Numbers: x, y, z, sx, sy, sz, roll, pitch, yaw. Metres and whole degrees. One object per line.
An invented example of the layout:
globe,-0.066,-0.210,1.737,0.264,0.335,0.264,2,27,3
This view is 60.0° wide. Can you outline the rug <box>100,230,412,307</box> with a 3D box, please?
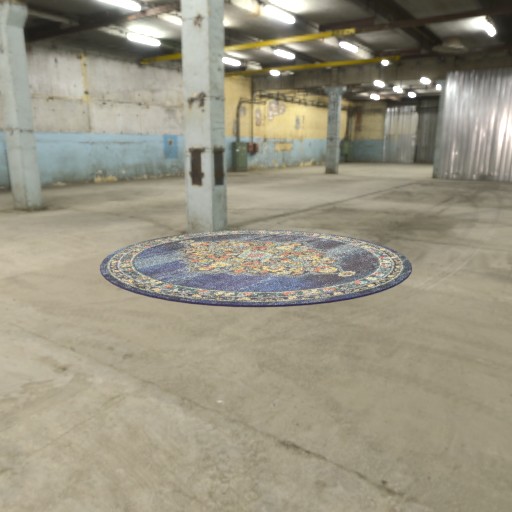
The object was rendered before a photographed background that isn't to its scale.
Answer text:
rug,0.000,0.000,3.577,2.386,0.014,2.386,0,13,0
